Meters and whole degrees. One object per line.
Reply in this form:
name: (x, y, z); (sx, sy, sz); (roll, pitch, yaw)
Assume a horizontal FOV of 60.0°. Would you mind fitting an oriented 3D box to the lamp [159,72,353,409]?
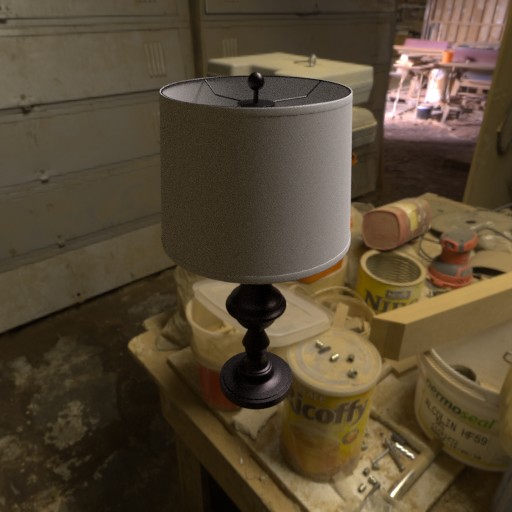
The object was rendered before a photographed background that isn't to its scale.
lamp: (0.000, 0.000, 0.941); (0.383, 0.726, 0.383); (0, 30, 0)
